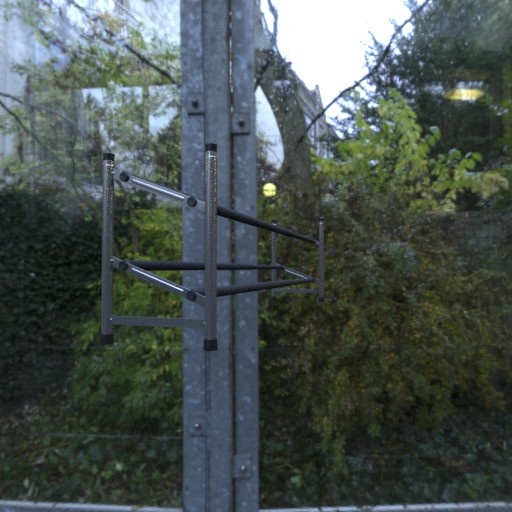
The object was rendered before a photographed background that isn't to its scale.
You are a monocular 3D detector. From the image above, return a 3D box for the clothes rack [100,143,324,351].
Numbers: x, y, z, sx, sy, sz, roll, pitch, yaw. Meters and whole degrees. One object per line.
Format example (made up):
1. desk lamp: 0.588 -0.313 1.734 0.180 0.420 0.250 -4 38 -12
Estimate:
1. clothes rack: 0.000 0.000 1.325 0.229 0.349 1.168 -1 -2 18
